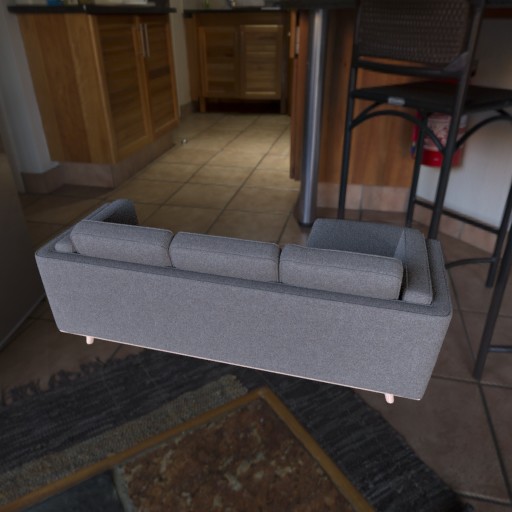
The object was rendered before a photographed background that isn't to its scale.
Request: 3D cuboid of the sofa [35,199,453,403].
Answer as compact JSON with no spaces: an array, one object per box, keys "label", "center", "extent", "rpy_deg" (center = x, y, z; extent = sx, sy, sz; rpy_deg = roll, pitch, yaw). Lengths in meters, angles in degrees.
[{"label":"sofa","center":[0.000,0.000,3.194],"extent":[2.411,0.929,1.604],"rpy_deg":[8,30,13]}]
